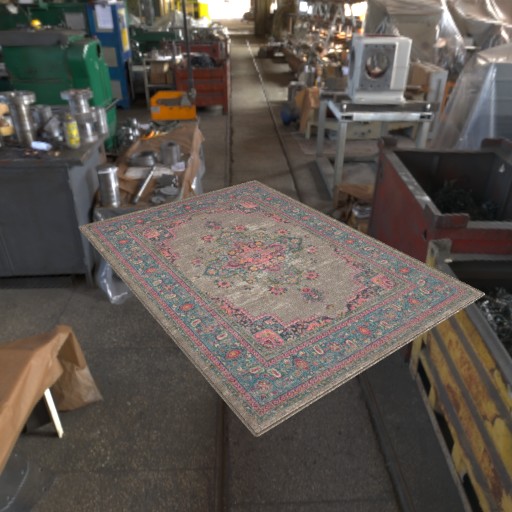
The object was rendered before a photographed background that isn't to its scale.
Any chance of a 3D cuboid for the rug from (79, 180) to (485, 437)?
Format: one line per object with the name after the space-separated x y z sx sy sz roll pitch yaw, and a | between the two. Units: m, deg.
0.000 0.000 2.874 1.609 0.013 2.214 -20 36 -30 | rug
